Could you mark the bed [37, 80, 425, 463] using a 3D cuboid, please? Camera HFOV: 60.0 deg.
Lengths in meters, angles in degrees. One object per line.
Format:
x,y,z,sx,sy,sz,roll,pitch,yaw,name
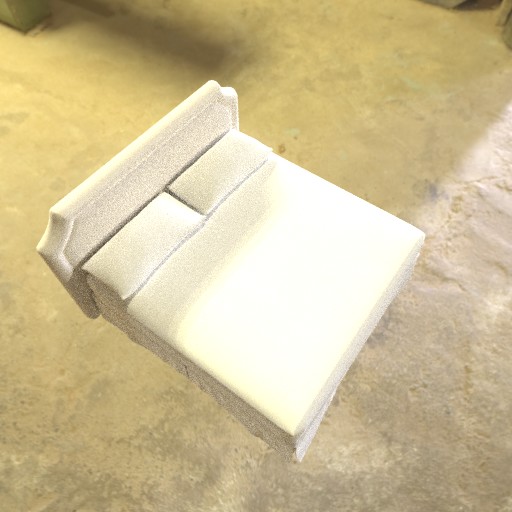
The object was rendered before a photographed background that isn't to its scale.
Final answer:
0.000,0.000,3.508,2.204,1.301,2.160,32,63,18,bed
